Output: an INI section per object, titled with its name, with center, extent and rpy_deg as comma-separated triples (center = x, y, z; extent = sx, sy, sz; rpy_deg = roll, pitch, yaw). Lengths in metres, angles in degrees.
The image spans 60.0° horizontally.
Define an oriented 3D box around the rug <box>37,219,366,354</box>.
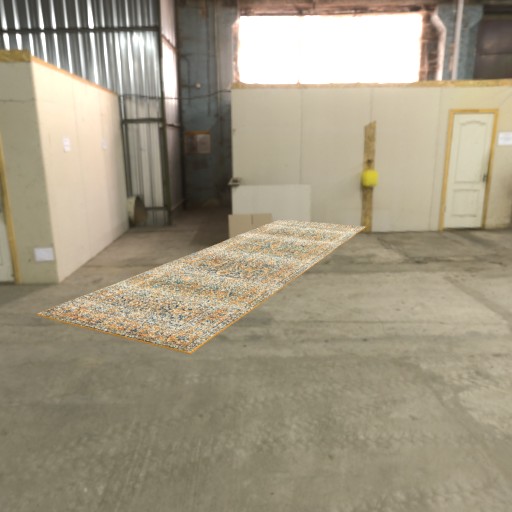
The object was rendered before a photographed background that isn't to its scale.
[rug]
center = 0.000, 0.000, 2.510
extent = 0.704, 0.014, 2.294
rpy_deg = 7, 17, 26
